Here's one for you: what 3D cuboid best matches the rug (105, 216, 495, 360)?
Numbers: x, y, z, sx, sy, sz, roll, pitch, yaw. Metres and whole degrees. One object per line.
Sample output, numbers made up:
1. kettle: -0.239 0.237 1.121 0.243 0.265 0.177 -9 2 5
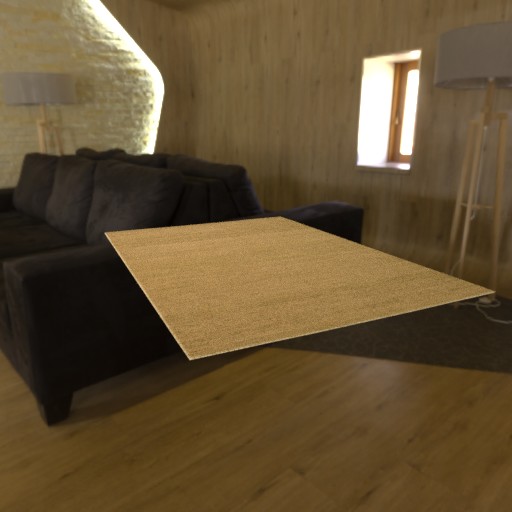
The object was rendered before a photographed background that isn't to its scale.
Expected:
1. rug: 0.000 0.000 5.013 2.782 0.025 3.935 -7 17 -24
